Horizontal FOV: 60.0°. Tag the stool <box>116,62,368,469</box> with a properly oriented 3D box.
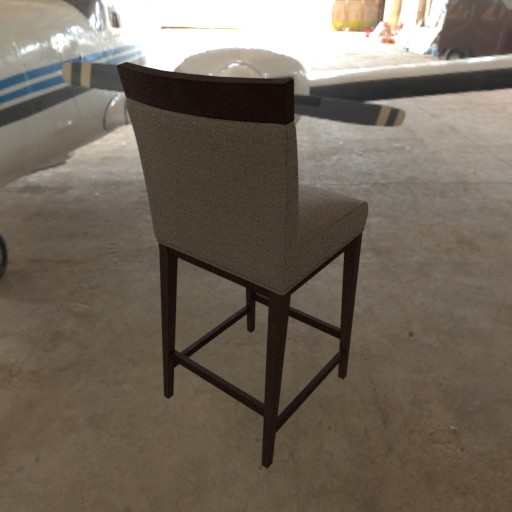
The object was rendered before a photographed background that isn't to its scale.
[{"bbox_3d":[0.000,0.000,1.385,0.511,1.117,0.531,21,35,33],"label":"stool"}]
